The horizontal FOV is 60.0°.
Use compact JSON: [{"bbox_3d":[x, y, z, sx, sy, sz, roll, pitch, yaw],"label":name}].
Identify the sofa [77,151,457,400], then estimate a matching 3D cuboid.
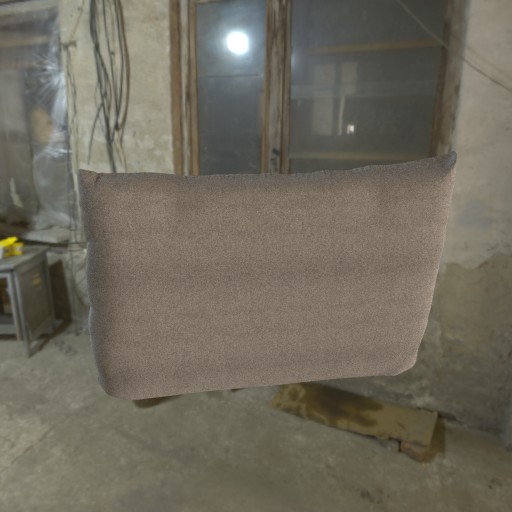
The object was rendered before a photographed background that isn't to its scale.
[{"bbox_3d":[0.000,0.000,1.694,1.144,0.795,0.847,-3,15,-10],"label":"sofa"}]
